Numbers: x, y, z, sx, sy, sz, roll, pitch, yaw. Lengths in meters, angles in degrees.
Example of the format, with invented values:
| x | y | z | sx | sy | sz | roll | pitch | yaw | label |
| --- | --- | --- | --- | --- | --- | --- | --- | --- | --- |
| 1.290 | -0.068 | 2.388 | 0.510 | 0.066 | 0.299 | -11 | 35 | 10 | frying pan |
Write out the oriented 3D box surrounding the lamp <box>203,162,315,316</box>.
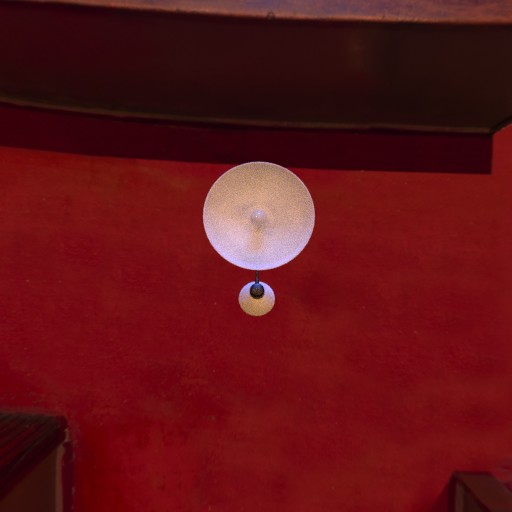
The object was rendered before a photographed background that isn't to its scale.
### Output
| x | y | z | sx | sy | sz | roll | pitch | yaw | label |
| --- | --- | --- | --- | --- | --- | --- | --- | --- | --- |
| 0.000 | 0.000 | 1.982 | 0.279 | 1.804 | 0.442 | 0 | 89 | 0 | lamp |
